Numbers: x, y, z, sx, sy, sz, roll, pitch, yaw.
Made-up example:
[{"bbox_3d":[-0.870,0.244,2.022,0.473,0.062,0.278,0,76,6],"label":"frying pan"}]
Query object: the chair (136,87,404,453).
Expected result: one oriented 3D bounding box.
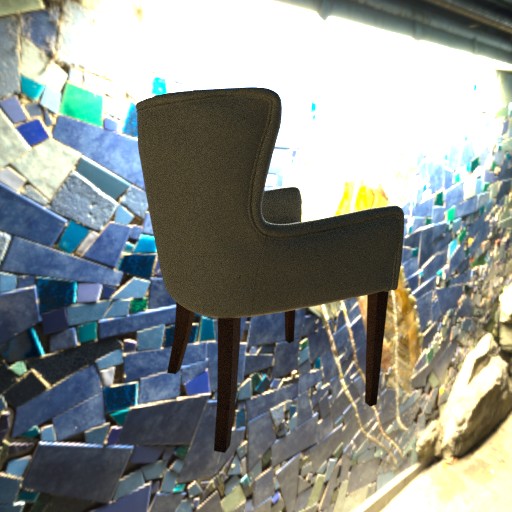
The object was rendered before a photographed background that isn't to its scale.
[{"bbox_3d":[0.000,0.000,1.419,0.686,0.952,0.660,-7,16,-26],"label":"chair"}]
